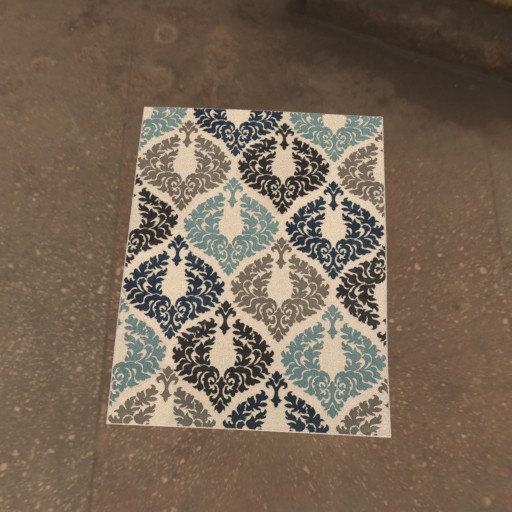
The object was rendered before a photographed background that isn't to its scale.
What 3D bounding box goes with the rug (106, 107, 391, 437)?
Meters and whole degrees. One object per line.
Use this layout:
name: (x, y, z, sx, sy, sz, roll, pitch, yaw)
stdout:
rug: (0.000, 0.000, 4.109, 2.423, 0.014, 3.040, 2, 76, 1)
